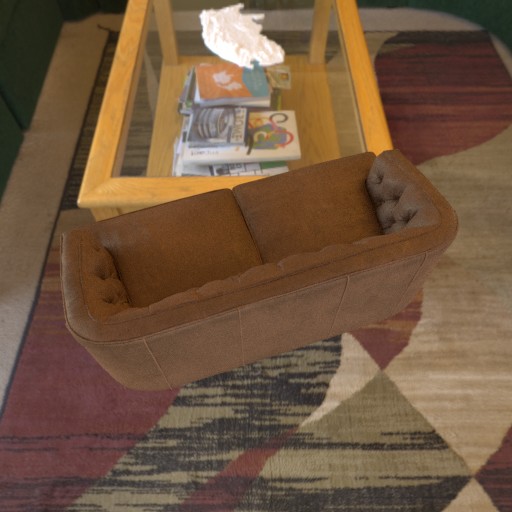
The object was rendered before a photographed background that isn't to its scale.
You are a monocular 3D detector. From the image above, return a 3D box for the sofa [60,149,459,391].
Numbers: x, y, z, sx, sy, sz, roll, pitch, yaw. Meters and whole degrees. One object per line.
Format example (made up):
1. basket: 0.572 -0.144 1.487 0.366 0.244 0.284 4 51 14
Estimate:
1. sofa: 0.000 0.000 2.278 1.767 0.799 0.917 -16 59 -10
